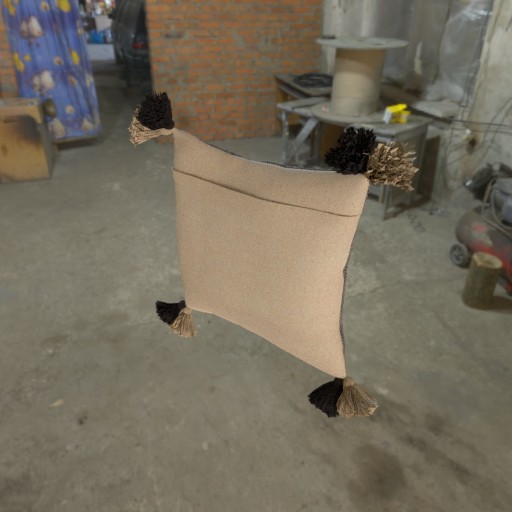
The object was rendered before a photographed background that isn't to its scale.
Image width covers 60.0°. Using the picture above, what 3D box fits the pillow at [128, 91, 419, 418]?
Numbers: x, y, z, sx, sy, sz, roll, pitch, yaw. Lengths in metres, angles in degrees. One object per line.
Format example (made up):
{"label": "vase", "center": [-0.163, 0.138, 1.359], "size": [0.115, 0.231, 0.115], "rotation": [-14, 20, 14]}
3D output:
{"label": "pillow", "center": [0.000, 0.000, 0.979], "size": [0.654, 0.659, 0.170], "rotation": [21, 36, 31]}
